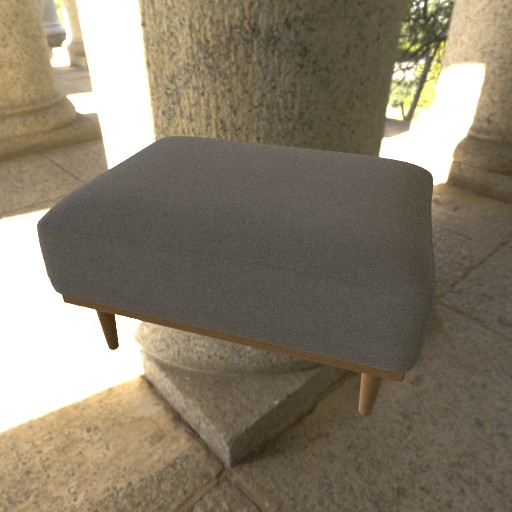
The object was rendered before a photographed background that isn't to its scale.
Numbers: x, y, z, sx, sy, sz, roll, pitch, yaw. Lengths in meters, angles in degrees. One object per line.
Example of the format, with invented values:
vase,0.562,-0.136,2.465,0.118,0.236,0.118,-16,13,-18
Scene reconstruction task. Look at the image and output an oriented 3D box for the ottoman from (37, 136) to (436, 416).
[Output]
ottoman,0.000,0.000,1.044,0.749,0.428,0.549,10,34,15
